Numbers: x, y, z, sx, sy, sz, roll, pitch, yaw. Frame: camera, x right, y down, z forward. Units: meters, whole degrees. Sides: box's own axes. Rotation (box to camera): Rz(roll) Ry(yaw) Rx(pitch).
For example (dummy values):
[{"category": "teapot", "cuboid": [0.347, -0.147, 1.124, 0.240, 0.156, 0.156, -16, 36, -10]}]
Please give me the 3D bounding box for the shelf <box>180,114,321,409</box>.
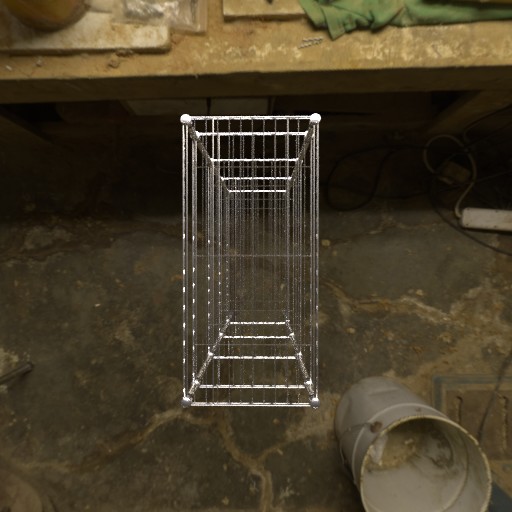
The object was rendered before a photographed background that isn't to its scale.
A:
[{"category": "shelf", "cuboid": [0.000, 0.000, 1.907, 0.356, 1.587, 0.762, 0, 90, 1]}]
